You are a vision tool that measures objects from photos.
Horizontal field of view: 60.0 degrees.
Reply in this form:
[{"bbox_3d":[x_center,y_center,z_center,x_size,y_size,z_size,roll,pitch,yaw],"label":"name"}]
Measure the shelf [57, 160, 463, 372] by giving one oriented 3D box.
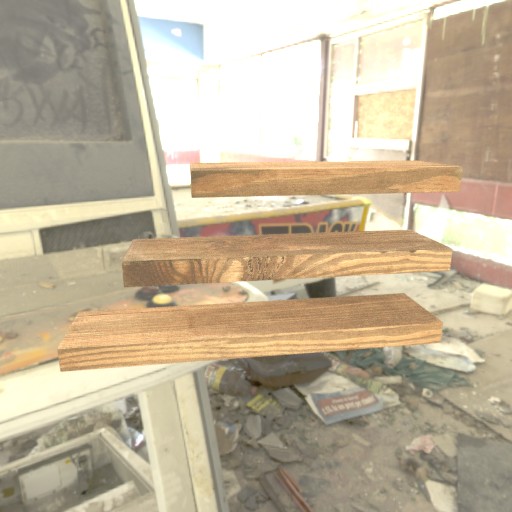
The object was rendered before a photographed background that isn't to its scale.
[{"bbox_3d":[0.000,0.000,0.729,0.610,0.293,0.140,-2,16,-8],"label":"shelf"}]
